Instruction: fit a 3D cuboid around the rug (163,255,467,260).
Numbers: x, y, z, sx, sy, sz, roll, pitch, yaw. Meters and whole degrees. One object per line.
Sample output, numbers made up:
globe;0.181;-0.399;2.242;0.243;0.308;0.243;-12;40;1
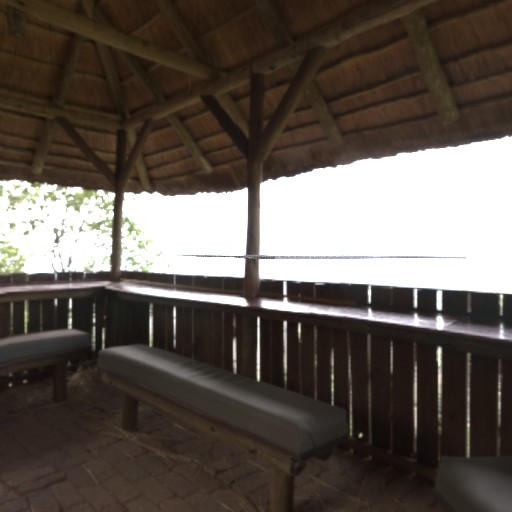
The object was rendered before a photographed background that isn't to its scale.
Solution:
rug;0.000;0.000;2.640;0.762;0.013;2.439;0;0;-20
